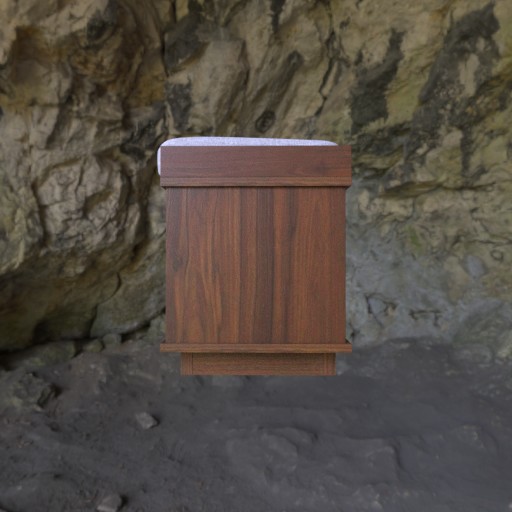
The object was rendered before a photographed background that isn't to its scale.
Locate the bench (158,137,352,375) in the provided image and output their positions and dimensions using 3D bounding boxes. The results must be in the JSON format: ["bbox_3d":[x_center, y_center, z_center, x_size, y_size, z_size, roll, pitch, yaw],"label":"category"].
[{"bbox_3d":[0.000,0.000,1.409,0.367,0.468,1.196,0,0,1],"label":"bench"}]
